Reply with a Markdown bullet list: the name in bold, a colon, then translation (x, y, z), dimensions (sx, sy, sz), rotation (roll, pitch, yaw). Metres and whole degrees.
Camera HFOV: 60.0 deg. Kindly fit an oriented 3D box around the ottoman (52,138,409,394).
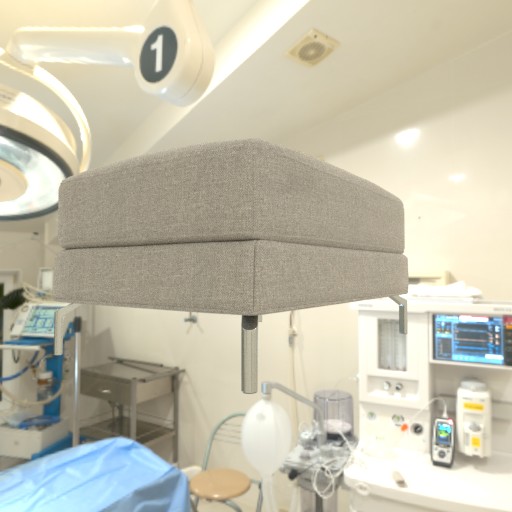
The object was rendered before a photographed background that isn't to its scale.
- **ottoman**: translation (0.000, 0.000, 1.177), dimensions (0.584, 0.457, 0.838), rotation (-1, -2, 35)
